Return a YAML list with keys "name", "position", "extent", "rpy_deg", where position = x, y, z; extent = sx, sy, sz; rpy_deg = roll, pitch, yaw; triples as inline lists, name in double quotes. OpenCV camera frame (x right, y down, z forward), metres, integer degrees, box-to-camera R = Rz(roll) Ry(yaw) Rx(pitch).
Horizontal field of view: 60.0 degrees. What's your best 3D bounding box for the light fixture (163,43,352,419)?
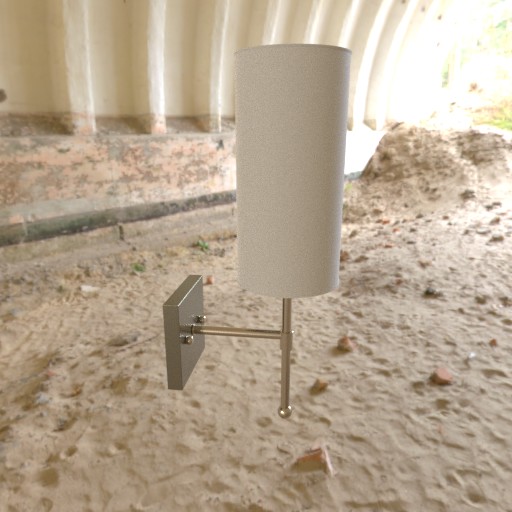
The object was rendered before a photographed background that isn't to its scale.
- name: "light fixture"
  position: [0.000, 0.000, 0.553]
  extent: [0.208, 0.462, 0.128]
  rpy_deg: [2, 16, 8]
